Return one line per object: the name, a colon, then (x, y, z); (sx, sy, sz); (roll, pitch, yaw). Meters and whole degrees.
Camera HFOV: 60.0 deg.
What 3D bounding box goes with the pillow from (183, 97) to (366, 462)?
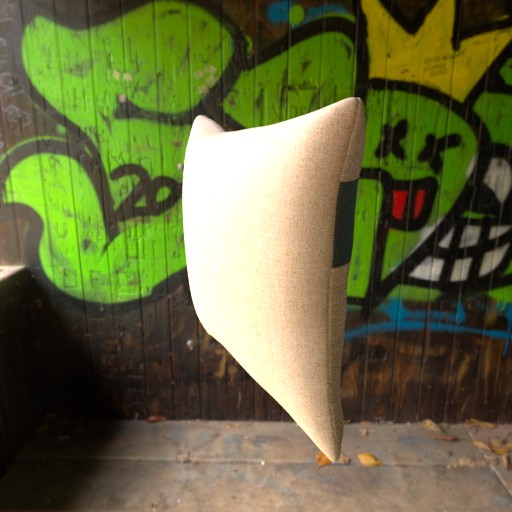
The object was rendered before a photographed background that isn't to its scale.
pillow: (0.000, 0.000, 0.631); (0.173, 0.399, 0.414); (-8, 17, -26)
